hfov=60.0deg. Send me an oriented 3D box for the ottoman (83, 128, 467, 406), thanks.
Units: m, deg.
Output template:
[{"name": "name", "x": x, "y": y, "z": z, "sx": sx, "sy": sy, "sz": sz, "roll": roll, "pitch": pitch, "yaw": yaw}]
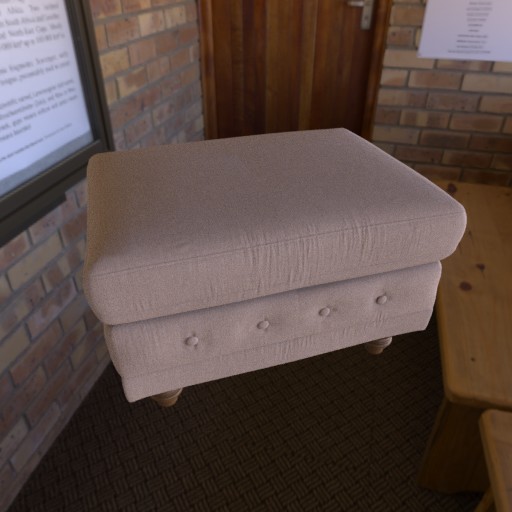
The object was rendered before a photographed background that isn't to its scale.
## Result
[{"name": "ottoman", "x": 0.000, "y": 0.000, "z": 1.143, "sx": 0.771, "sy": 0.500, "sz": 0.569, "roll": -10, "pitch": 35, "yaw": -15}]
